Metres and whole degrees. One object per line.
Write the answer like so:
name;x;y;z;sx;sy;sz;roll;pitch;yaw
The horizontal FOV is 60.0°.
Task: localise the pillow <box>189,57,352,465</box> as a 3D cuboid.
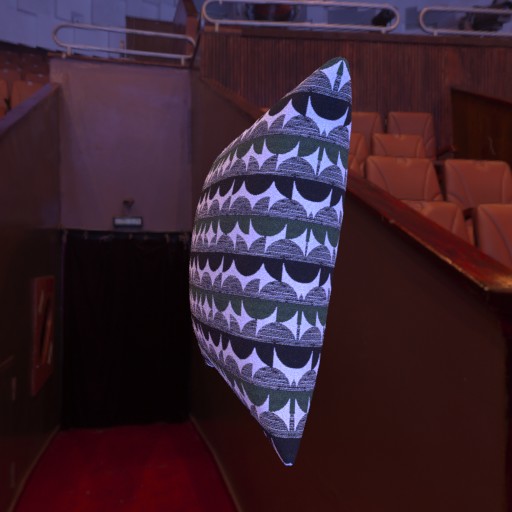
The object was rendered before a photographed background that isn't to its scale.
pillow;0.000;0.000;0.634;0.180;0.404;0.419;0;0;-17
